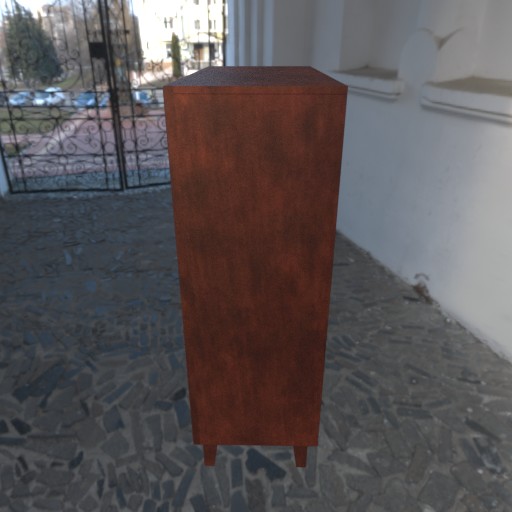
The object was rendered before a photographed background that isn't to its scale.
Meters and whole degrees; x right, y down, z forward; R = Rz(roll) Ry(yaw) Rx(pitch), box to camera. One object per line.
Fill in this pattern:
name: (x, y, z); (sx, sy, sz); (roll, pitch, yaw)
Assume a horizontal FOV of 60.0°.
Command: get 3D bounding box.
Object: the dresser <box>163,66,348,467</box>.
dresser: (0.000, 0.000, 1.982); (0.506, 1.514, 1.072); (0, 26, 1)
